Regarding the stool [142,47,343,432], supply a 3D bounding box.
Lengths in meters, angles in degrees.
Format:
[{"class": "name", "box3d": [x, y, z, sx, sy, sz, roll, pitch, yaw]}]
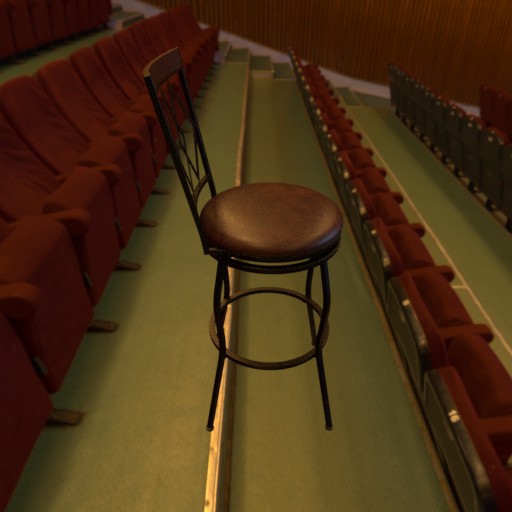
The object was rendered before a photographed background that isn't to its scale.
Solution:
[{"class": "stool", "box3d": [0.000, 0.000, 1.379, 0.521, 1.134, 0.432, 0, 32, 0]}]
